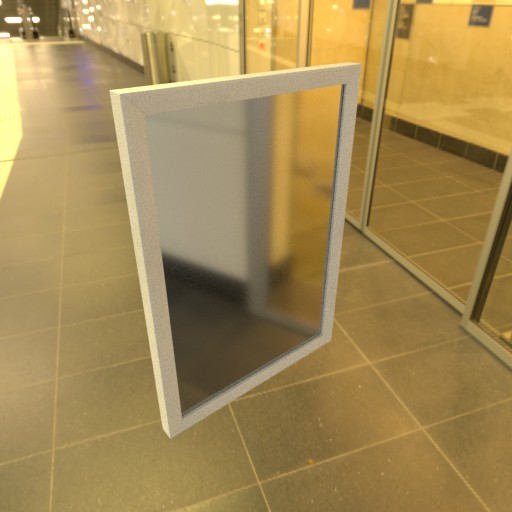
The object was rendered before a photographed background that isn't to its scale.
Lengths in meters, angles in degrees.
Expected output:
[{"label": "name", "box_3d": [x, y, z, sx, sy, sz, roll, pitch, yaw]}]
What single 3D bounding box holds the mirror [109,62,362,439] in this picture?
[{"label": "mirror", "box_3d": [0.000, 0.000, 0.929, 0.507, 0.710, 0.040, -22, 37, -33]}]
